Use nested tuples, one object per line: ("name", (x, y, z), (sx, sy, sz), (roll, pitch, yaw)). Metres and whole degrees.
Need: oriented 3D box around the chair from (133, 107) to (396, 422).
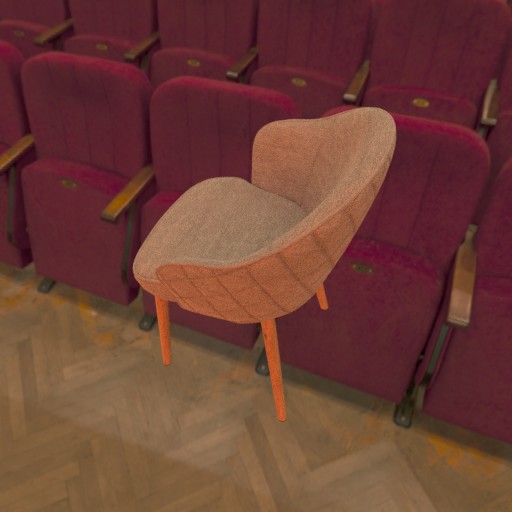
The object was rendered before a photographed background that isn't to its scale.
("chair", (0.000, 0.000, 1.140), (0.530, 0.800, 0.540), (17, 50, 15))
